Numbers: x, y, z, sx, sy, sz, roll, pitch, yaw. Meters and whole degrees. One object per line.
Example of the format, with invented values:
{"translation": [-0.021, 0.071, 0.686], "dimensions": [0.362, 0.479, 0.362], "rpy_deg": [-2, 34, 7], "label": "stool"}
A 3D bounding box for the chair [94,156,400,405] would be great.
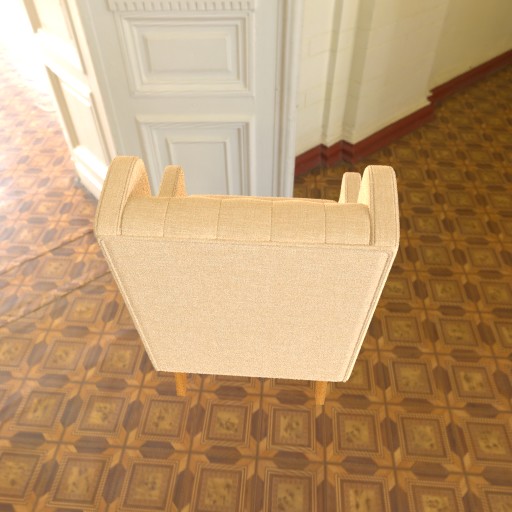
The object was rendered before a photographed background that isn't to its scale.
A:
{"translation": [0.000, 0.000, 1.452], "dimensions": [0.710, 0.930, 0.760], "rpy_deg": [3, 45, 3], "label": "chair"}
